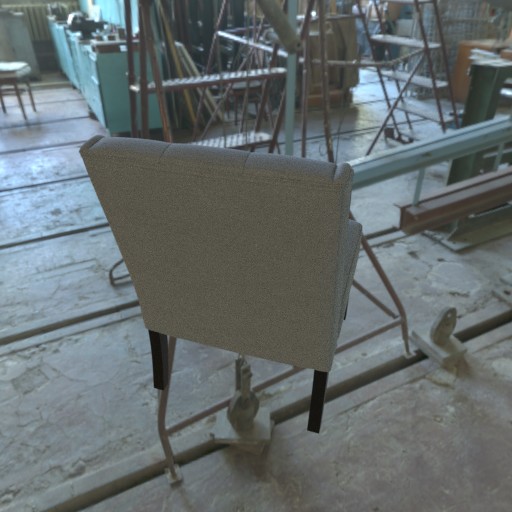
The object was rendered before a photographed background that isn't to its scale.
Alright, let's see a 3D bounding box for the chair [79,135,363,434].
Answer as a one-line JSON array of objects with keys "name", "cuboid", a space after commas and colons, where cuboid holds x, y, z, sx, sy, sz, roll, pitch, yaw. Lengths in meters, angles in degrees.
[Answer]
[{"name": "chair", "cuboid": [0.000, 0.000, 1.320, 0.569, 0.853, 0.676, 10, 34, 15]}]
